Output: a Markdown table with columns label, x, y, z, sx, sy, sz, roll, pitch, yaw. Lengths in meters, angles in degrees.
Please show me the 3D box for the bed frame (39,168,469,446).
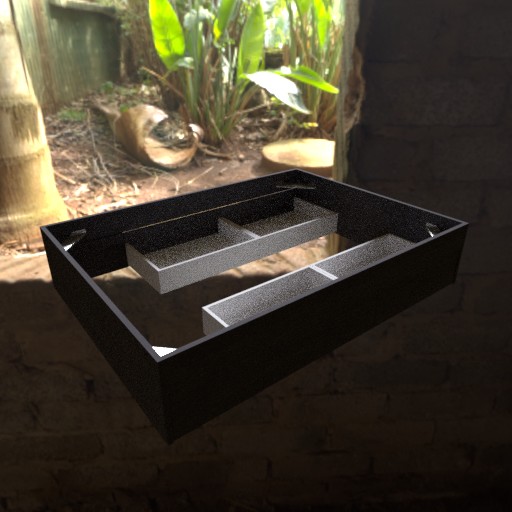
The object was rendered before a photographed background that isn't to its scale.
| label | x | y | z | sx | sy | sz | roll | pitch | yaw |
| --- | --- | --- | --- | --- | --- | --- | --- | --- | --- |
| bed frame | 0.000 | 0.000 | 2.589 | 1.944 | 0.459 | 1.448 | -19 | 33 | -33 |
